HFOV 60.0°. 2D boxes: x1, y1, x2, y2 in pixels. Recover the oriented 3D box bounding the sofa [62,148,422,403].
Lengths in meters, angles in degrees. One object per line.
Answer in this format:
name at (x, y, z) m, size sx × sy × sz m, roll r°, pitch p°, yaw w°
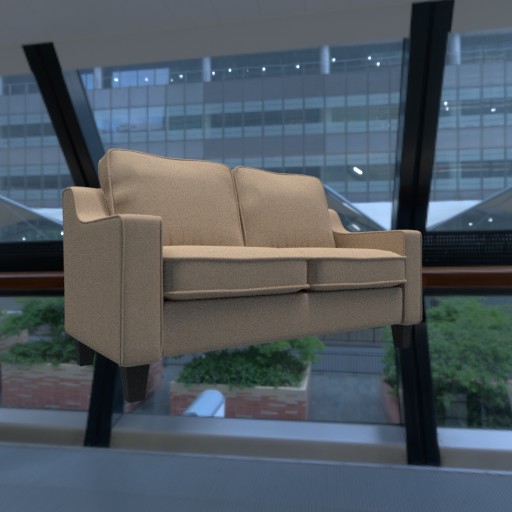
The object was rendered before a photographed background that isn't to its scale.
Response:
sofa at (0.000, 0.000, 3.496) m, size 2.587 × 1.562 × 1.351 m, roll 0°, pitch 0°, yaw -36°
